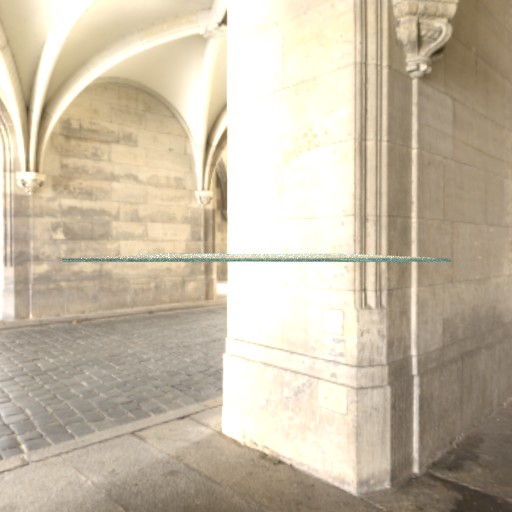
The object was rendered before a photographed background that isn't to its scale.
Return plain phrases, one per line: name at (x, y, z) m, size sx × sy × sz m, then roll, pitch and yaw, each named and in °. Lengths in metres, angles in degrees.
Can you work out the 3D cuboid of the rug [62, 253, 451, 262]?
rug at (0.000, 0.000, 2.285) m, size 1.212 × 0.010 × 1.811 m, roll 0°, pitch 1°, yaw 0°
